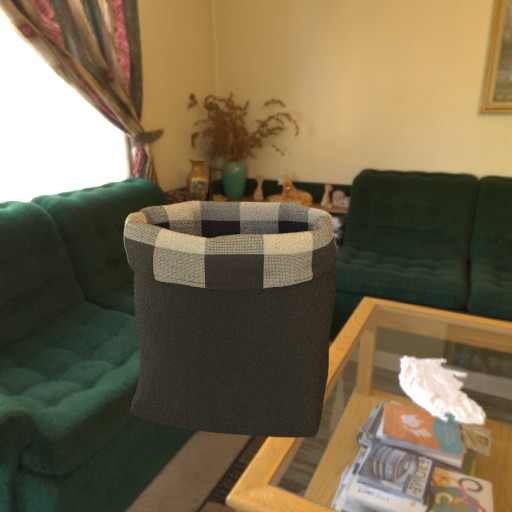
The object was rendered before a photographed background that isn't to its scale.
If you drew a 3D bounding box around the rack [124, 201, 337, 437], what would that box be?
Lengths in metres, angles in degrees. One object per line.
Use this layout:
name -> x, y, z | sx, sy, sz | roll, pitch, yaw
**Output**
rack -> 0.000, 0.000, 1.072 | 0.370, 0.329, 0.889 | 3, 18, 9
